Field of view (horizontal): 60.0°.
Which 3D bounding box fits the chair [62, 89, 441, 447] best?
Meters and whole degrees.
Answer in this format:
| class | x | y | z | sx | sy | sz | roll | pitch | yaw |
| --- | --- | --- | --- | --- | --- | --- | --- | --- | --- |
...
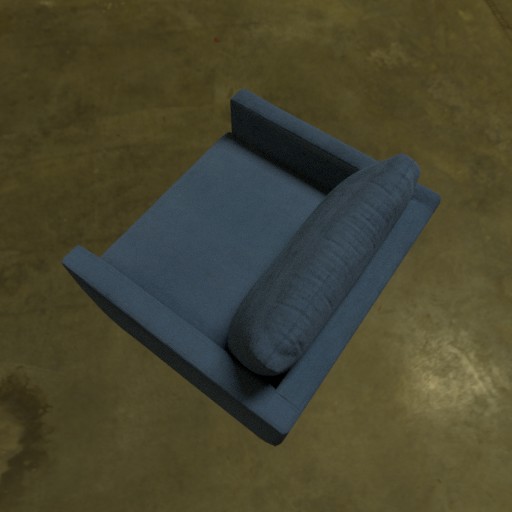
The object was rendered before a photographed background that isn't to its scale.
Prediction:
| class | x | y | z | sx | sy | sz | roll | pitch | yaw |
| --- | --- | --- | --- | --- | --- | --- | --- | --- | --- |
| chair | 0.000 | 0.000 | 1.615 | 0.875 | 0.812 | 0.964 | 33 | 68 | 16 |
